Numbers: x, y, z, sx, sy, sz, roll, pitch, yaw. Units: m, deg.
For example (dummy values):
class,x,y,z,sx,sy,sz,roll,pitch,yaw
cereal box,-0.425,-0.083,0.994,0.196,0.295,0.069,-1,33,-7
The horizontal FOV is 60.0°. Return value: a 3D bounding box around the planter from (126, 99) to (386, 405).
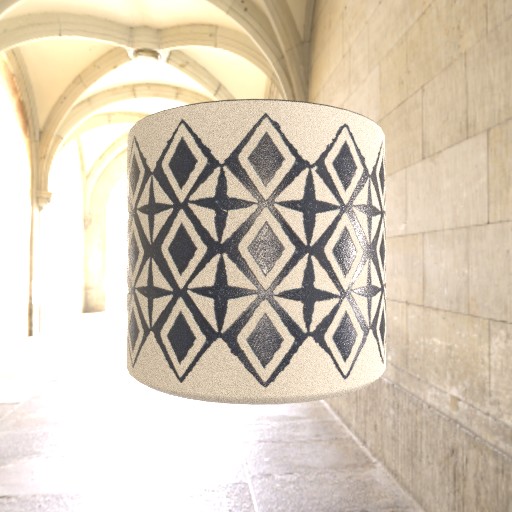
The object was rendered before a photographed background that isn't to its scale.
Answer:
class,x,y,z,sx,sy,sz,roll,pitch,yaw
planter,0.000,0.000,0.283,0.159,0.144,0.159,0,-1,0
